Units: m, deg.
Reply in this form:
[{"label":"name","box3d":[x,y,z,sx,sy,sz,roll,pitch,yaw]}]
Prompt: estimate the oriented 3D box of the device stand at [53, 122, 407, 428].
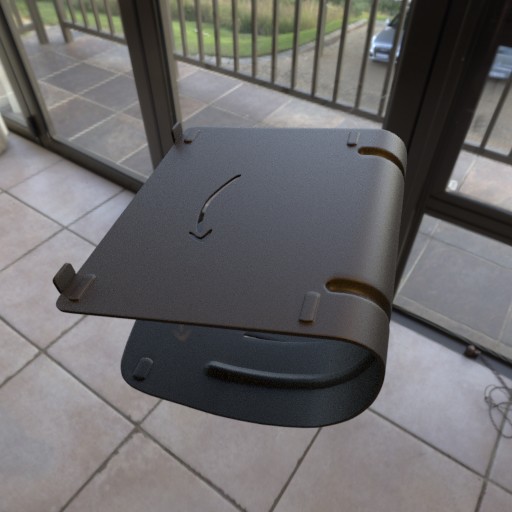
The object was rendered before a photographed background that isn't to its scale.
[{"label":"device stand","box3d":[0.000,0.000,0.406,0.236,0.155,0.256,12,48,11]}]
